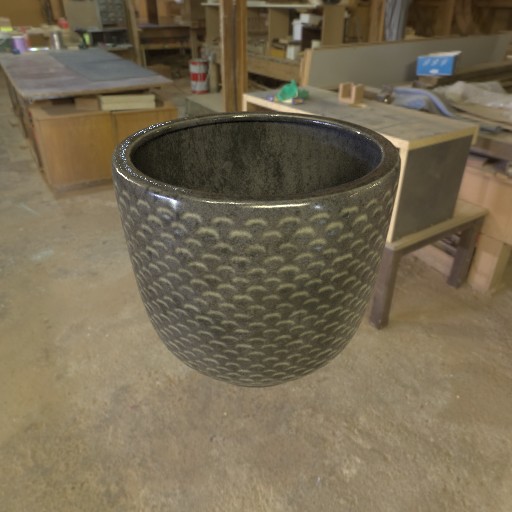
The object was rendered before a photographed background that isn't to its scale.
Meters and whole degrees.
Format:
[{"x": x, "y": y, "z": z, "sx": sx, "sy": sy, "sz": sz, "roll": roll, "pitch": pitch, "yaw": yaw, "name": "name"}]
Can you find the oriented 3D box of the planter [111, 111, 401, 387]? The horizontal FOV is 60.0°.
[{"x": 0.000, "y": 0.000, "z": 0.252, "sx": 0.140, "sy": 0.129, "sz": 0.140, "roll": 0, "pitch": 31, "yaw": 0, "name": "planter"}]
